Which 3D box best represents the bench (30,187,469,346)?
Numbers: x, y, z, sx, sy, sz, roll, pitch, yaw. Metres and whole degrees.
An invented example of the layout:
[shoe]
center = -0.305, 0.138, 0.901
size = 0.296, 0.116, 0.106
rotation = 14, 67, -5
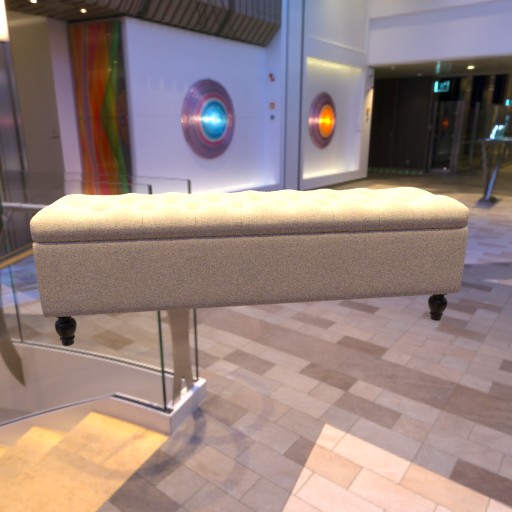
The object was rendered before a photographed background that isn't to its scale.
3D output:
[bench]
center = 0.000, 0.000, 1.712
size = 1.480, 0.467, 0.455
rotation = -2, 17, -8
